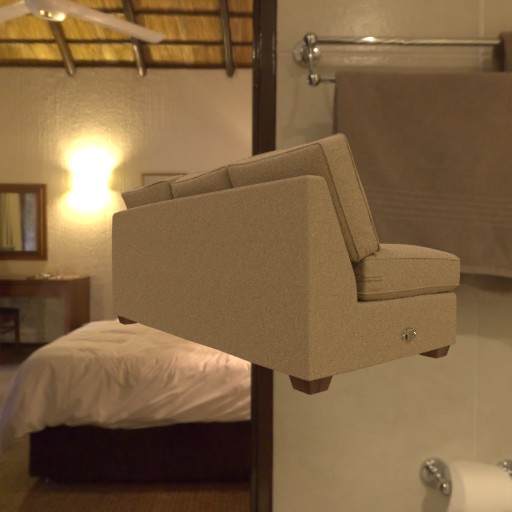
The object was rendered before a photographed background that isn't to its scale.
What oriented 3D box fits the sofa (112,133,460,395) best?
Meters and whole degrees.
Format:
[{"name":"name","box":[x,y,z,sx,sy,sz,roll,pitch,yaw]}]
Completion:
[{"name":"sofa","box":[0.000,0.000,2.582,1.034,0.946,1.963,-1,2,-37]}]
